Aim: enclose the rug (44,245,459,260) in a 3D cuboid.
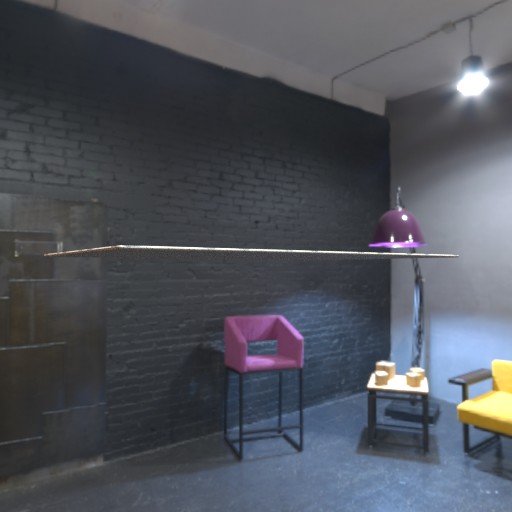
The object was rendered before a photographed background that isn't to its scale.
[{"bbox_3d":[0.000,0.000,2.991,2.365,0.017,1.521,1,-2,-35],"label":"rug"}]
